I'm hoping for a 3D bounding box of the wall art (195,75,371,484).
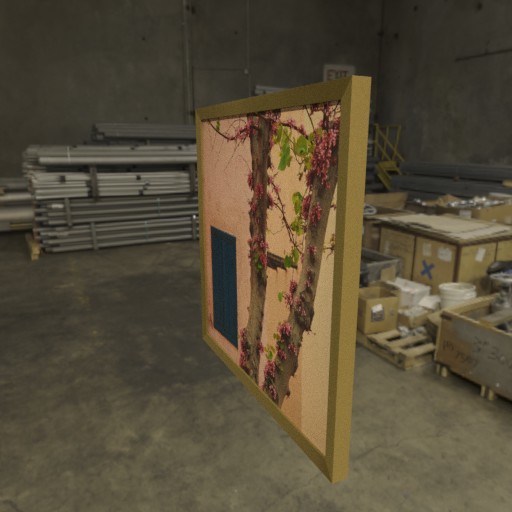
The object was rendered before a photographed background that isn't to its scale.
[{"bbox_3d":[0.000,0.000,1.131,0.038,0.762,0.762,-7,16,-25],"label":"wall art"}]
